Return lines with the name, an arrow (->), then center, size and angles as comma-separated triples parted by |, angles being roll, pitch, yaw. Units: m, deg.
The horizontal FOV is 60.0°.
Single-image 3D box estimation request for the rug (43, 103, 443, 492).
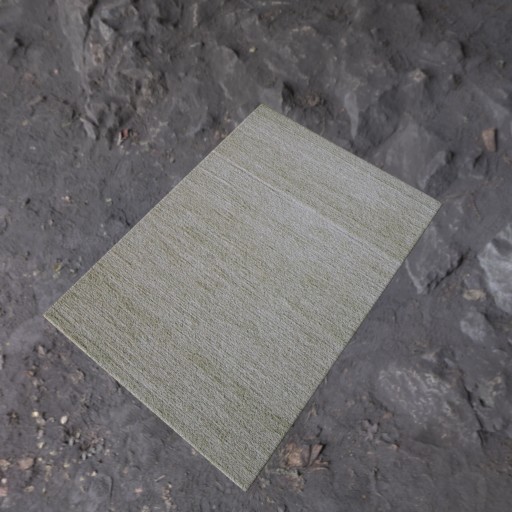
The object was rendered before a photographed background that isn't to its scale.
rug -> 0.000, 0.000, 2.944 | 1.606, 0.017, 2.270 | 34, 68, 16
